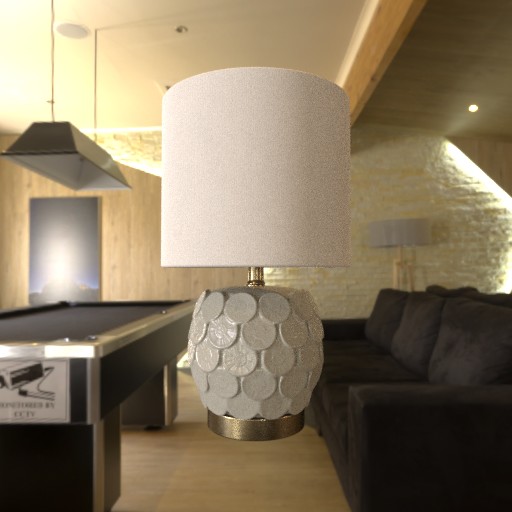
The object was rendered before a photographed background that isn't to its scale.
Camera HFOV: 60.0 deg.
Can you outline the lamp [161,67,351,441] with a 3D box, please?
[{"bbox_3d":[0.000,0.000,0.607,0.254,0.452,0.254,0,-2,0],"label":"lamp"}]
